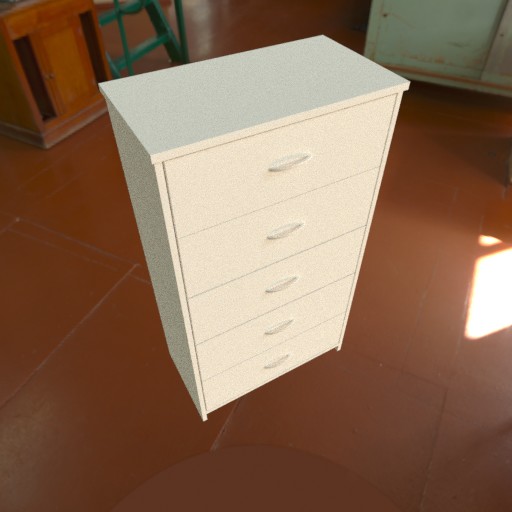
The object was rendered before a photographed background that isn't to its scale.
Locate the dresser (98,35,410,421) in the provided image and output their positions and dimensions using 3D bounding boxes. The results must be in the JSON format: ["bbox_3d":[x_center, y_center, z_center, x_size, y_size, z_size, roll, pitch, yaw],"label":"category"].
[{"bbox_3d":[0.000,0.000,1.580,0.704,1.255,0.399,-22,49,-20],"label":"dresser"}]
